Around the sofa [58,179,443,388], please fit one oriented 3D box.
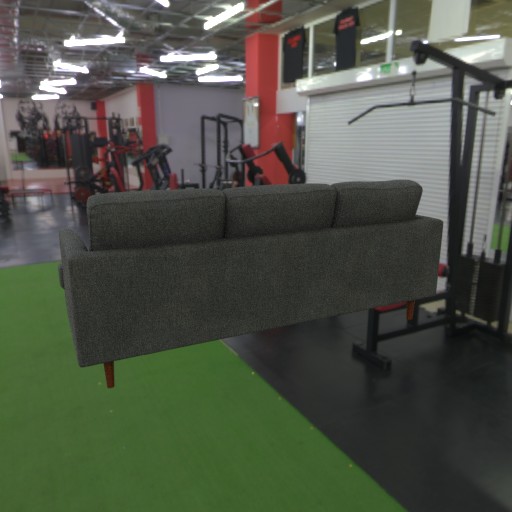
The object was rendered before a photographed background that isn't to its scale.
[{"bbox_3d":[0.000,0.000,2.772,2.246,0.930,0.903,-7,16,-25],"label":"sofa"}]
